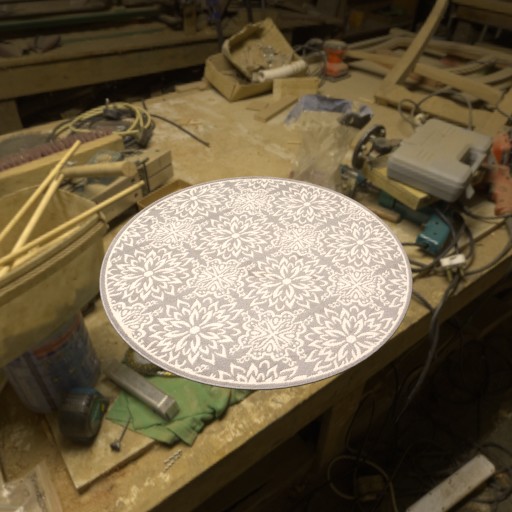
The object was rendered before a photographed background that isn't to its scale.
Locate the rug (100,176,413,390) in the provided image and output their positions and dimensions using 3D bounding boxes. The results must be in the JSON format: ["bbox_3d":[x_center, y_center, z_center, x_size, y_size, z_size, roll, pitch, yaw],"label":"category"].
[{"bbox_3d":[0.000,0.000,2.333,1.593,0.012,1.593,0,41,0],"label":"rug"}]
